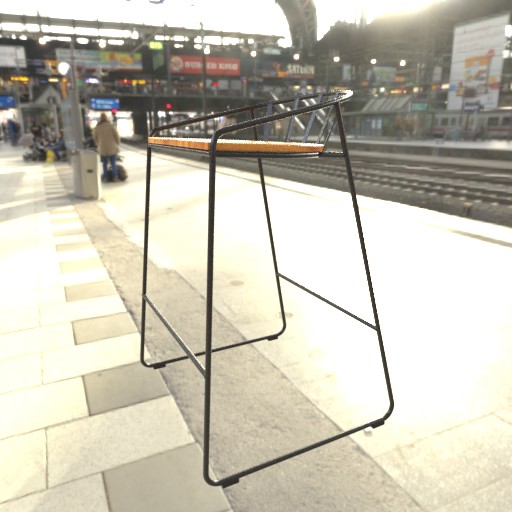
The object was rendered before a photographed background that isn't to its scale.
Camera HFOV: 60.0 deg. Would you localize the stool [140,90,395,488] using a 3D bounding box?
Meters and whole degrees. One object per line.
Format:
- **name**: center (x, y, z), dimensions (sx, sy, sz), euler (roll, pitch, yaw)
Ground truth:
- **stool**: center (0.000, 0.000, 1.142), dimensions (0.521, 0.812, 0.546), euler (-8, 18, -27)
